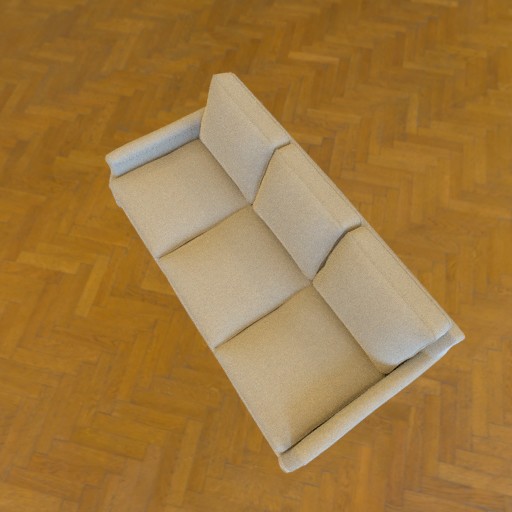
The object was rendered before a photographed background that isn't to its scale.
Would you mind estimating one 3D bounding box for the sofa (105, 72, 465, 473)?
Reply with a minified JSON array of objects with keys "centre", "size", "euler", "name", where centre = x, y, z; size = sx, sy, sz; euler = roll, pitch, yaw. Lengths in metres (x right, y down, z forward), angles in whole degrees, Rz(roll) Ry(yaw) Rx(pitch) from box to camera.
[{"centre":[0.000,0.000,2.762],"size":[1.084,1.003,2.246],"euler":[-31,68,-14],"name":"sofa"}]
